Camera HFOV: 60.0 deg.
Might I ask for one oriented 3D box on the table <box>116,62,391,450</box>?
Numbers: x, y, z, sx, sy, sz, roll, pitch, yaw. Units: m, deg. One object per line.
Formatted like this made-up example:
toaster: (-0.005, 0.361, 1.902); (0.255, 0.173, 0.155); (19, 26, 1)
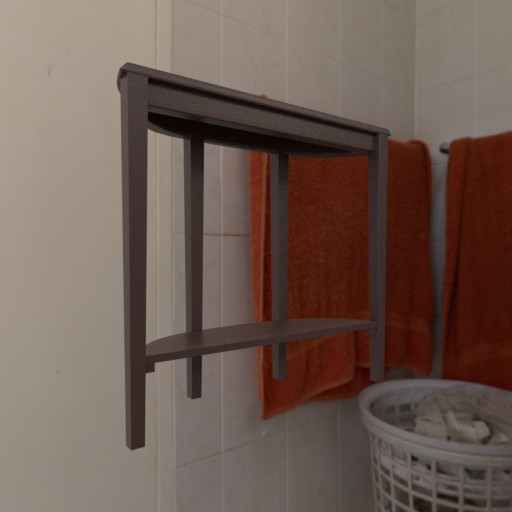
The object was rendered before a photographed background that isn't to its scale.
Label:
table: (0.000, 0.000, 1.312); (0.909, 0.831, 0.274); (-1, 1, -36)
